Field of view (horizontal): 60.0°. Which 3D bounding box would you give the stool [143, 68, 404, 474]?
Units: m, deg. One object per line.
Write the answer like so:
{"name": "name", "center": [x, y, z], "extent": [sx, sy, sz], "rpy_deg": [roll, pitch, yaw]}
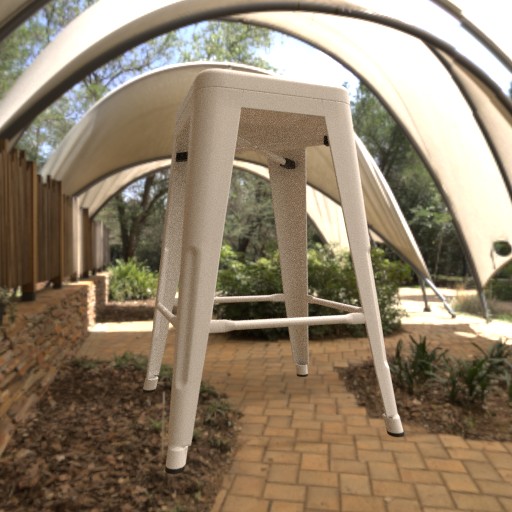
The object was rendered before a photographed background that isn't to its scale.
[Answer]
{"name": "stool", "center": [0.000, 0.000, 0.876], "extent": [0.406, 0.610, 0.406], "rpy_deg": [0, 1, -19]}
